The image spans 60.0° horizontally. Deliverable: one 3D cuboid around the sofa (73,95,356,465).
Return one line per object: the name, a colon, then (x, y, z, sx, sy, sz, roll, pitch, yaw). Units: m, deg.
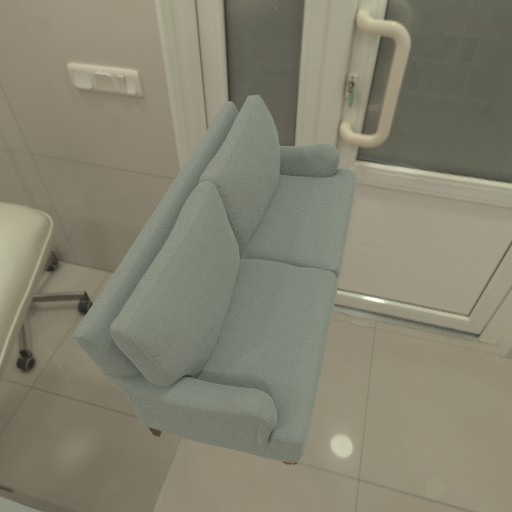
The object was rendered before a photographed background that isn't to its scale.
sofa: (0.000, 0.000, 2.797, 1.069, 1.096, 2.193, 11, 48, 10)
